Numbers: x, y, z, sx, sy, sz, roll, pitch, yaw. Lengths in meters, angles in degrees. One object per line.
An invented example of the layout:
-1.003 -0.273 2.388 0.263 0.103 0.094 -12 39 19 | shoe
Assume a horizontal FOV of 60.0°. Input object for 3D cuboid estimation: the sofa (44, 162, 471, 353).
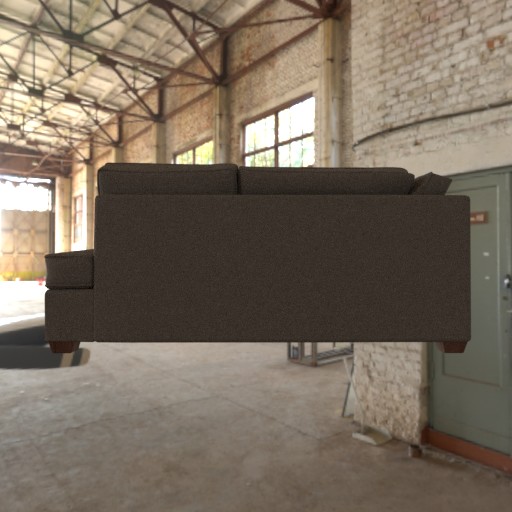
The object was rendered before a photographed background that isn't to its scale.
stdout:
0.000 0.000 2.829 2.237 1.033 1.110 0 -1 0 | sofa
